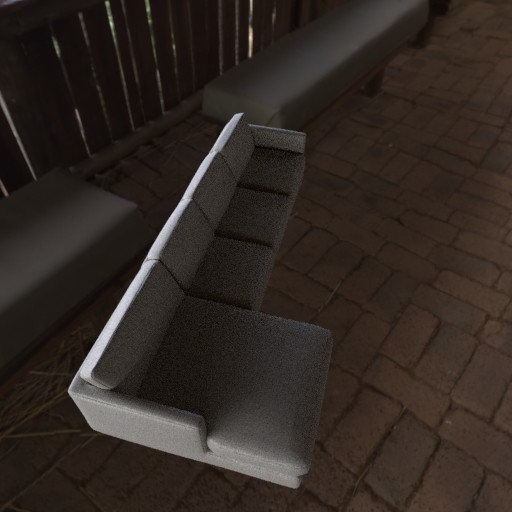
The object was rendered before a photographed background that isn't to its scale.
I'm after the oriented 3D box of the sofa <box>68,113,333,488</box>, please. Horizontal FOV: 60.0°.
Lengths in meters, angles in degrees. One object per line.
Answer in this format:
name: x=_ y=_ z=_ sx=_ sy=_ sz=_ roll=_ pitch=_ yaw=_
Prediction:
sofa: x=0.000 y=0.000 z=3.704 sx=1.502 sy=0.876 sz=3.201 roll=11 pitch=48 yaw=10
